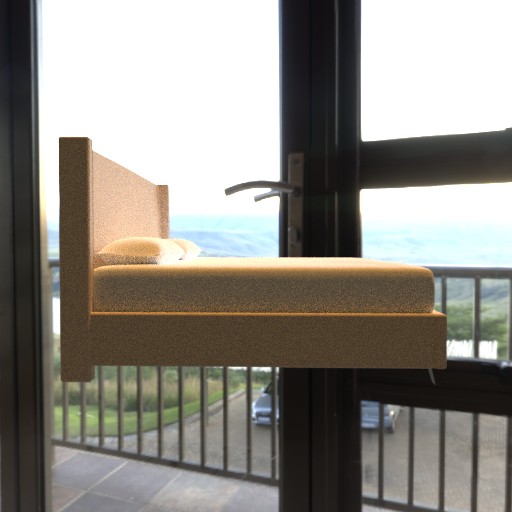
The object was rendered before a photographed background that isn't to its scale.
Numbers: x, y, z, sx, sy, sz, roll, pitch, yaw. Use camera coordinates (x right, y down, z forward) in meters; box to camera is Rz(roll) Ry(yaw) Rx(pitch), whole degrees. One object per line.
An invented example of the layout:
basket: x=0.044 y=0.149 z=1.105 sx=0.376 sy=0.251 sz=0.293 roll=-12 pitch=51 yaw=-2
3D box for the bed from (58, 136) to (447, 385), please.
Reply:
bed: x=0.000 y=0.000 z=3.674 sx=2.293 sy=1.471 sz=2.145 roll=0 pitch=1 yaw=2
